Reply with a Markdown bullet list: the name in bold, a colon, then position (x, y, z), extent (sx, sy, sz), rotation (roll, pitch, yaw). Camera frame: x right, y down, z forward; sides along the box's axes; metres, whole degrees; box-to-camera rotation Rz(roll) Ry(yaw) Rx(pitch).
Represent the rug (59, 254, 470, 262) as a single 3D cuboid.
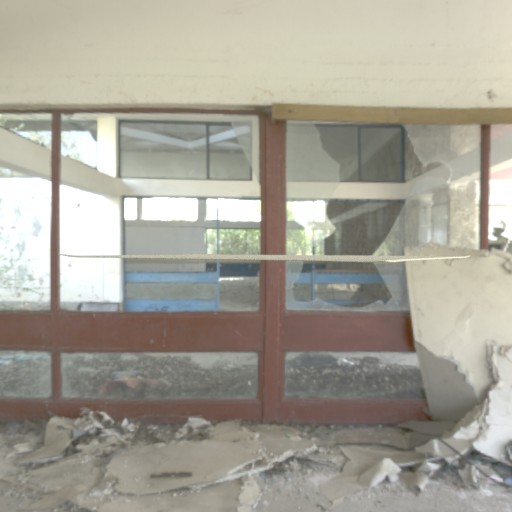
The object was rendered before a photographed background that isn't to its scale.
- **rug**: position (0.000, 0.000, 2.453), extent (1.947, 0.023, 1.214), rotation (0, 1, 37)
